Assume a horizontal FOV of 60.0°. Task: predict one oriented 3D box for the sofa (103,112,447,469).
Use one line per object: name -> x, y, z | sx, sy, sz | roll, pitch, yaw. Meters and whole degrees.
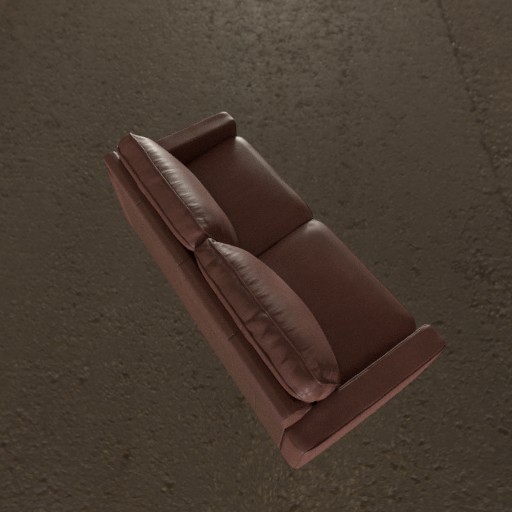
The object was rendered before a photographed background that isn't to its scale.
sofa -> 0.000, 0.000, 2.593 | 0.940, 0.919, 2.080 | -30, 63, -17
